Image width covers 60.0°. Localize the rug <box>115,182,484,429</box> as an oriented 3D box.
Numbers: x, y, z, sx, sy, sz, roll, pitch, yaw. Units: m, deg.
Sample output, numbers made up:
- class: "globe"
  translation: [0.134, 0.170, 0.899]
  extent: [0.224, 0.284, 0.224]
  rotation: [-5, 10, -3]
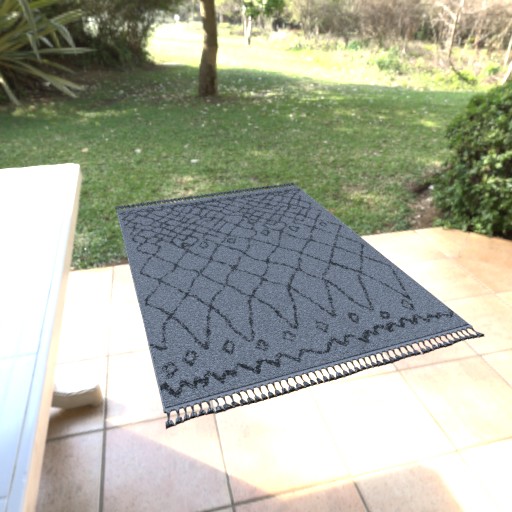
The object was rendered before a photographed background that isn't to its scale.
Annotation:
- class: "rug"
  translation: [0.000, 0.000, 2.929]
  extent: [1.613, 0.017, 2.312]
  rotation: [-10, 31, -18]
